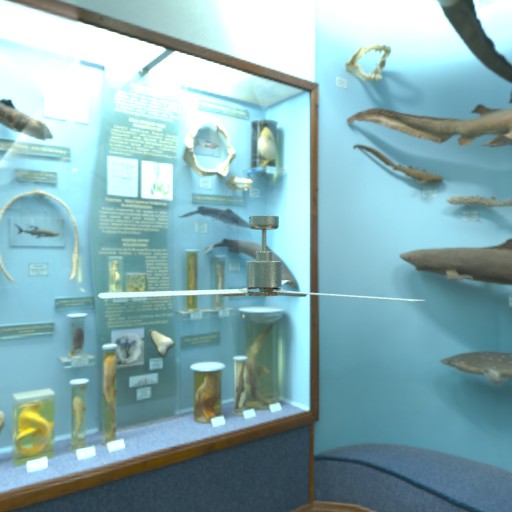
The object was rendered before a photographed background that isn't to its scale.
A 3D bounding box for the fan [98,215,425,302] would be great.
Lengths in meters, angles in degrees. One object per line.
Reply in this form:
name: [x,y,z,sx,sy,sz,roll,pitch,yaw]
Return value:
fan: [0.000,0.000,2.408,1.531,0.446,1.561,0,0,-34]
